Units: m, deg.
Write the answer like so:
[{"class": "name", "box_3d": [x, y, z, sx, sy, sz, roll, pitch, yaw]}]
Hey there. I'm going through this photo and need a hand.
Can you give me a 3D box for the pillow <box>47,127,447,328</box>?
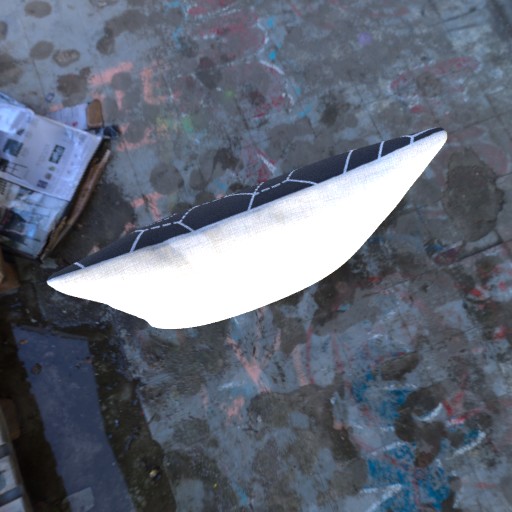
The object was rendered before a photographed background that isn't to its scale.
[{"class": "pillow", "box_3d": [0.000, 0.000, 0.774, 0.517, 0.508, 0.158, -21, 77, -5]}]
